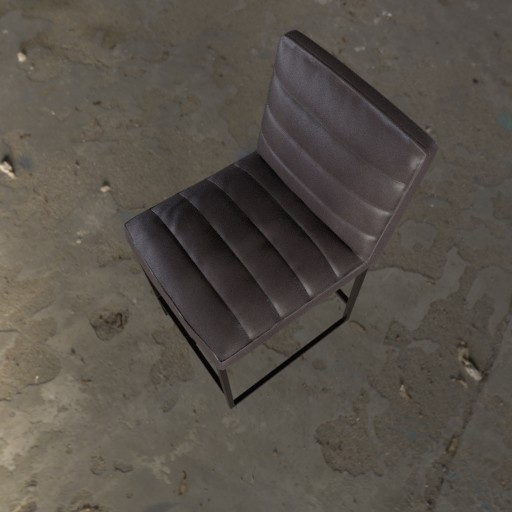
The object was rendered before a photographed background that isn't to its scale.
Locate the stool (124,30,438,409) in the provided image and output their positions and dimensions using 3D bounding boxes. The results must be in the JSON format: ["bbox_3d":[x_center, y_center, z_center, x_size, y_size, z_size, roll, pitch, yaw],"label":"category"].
[{"bbox_3d":[0.000,0.000,1.243,0.562,0.946,0.463,-33,67,-16],"label":"stool"}]
